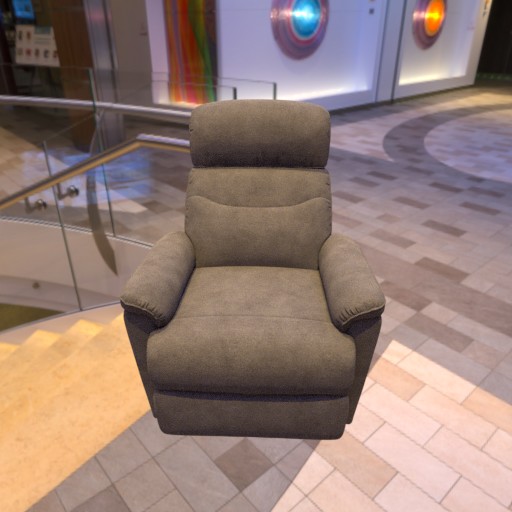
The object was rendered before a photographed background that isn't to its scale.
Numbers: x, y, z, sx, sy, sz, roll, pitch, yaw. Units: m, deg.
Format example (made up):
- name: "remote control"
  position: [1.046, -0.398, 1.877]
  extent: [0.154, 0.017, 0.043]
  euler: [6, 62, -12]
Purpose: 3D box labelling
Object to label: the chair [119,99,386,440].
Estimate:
- name: "chair"
  position: [0.000, 0.000, 1.728]
  extent: [0.830, 1.036, 1.009]
  euler: [1, 28, 2]
